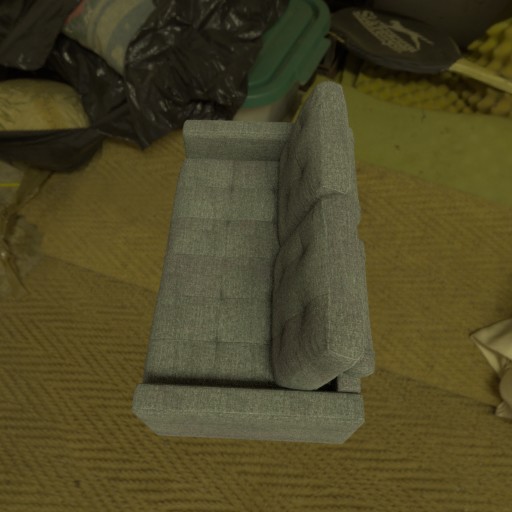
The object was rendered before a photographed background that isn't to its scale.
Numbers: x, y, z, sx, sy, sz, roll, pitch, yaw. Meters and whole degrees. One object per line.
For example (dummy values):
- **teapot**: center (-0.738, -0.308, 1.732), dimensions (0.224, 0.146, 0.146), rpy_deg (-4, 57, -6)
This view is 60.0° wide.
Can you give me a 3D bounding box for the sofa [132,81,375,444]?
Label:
- **sofa**: center (0.000, 0.000, 1.921), dimensions (0.842, 0.907, 1.407), rpy_deg (2, 59, 1)
